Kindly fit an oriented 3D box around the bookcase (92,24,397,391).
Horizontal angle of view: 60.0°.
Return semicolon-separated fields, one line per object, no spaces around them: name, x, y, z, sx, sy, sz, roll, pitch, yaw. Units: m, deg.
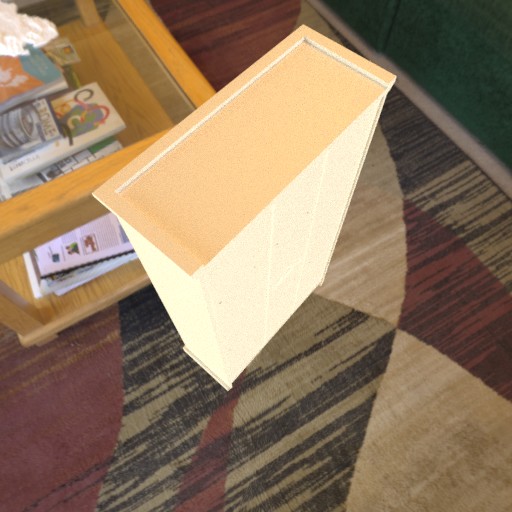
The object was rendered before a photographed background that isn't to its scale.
bookcase;0.000;0.000;2.322;0.432;1.880;1.050;38;69;17
